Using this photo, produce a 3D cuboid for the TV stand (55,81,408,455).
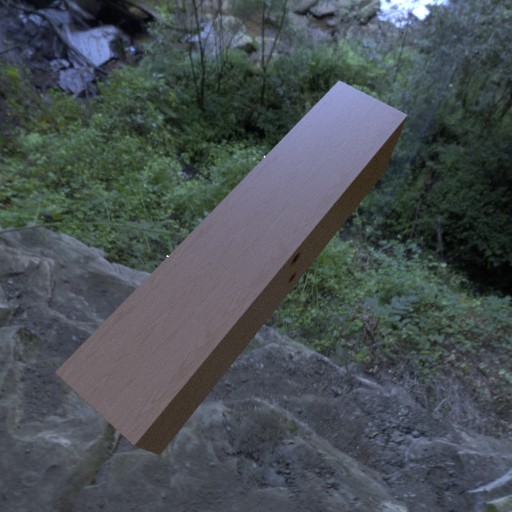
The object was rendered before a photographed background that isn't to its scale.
[{"bbox_3d":[0.000,0.000,2.014,0.400,0.580,1.760,34,67,17],"label":"TV stand"}]
